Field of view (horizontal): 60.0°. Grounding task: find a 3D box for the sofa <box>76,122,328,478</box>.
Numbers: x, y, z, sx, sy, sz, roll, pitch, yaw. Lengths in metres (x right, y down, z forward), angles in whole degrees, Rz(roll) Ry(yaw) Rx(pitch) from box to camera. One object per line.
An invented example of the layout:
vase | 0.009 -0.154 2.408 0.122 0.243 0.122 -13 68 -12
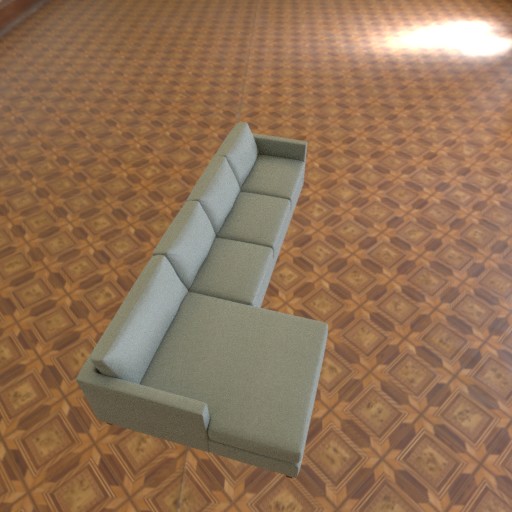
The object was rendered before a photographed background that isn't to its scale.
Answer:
sofa | 0.000 0.000 4.191 1.600 0.953 3.470 11 46 11
